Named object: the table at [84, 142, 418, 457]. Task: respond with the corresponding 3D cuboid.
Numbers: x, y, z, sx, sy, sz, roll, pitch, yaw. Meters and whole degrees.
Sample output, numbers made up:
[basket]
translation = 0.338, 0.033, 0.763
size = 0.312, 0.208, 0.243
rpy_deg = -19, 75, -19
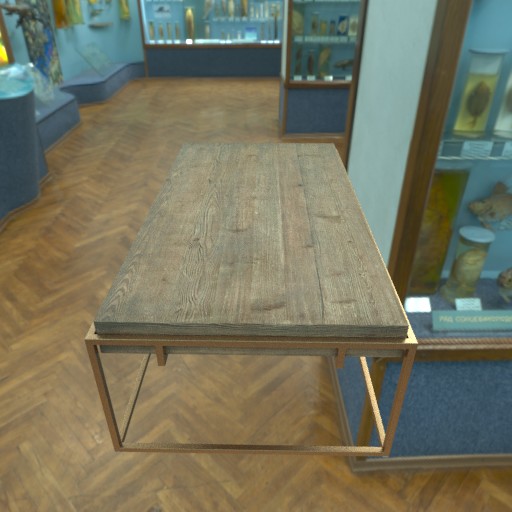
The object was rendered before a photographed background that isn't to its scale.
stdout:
[table]
translation = 0.000, 0.000, 1.719
size = 0.775, 0.468, 1.387
rpy_deg = 1, 32, 1
